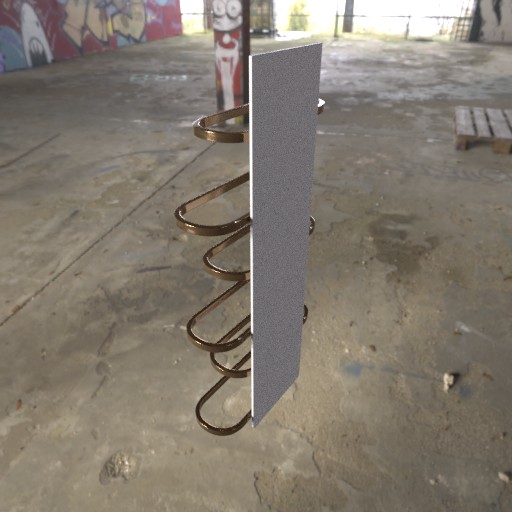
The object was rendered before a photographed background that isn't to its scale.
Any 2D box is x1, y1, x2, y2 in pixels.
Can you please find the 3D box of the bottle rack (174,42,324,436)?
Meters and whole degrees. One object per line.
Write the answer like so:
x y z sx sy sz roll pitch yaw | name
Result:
0.000 0.000 0.823 0.118 0.709 0.332 21 37 30 | bottle rack
